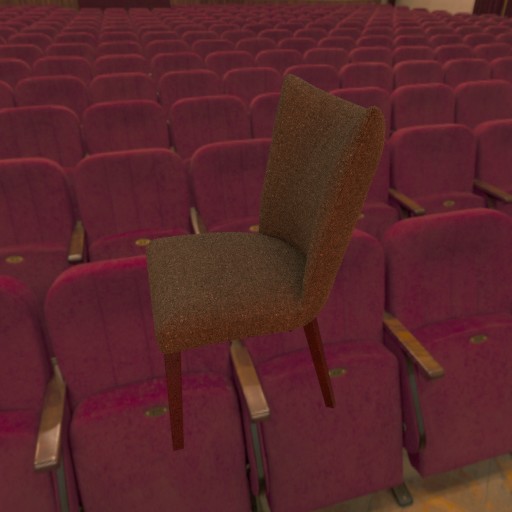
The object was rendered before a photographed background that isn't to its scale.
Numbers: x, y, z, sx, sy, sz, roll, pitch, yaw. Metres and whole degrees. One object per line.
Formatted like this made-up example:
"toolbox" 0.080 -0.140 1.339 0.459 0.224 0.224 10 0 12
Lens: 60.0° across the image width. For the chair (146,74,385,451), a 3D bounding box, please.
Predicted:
"chair" 0.000 0.000 1.299 0.623 0.924 0.535 -8 30 -13
